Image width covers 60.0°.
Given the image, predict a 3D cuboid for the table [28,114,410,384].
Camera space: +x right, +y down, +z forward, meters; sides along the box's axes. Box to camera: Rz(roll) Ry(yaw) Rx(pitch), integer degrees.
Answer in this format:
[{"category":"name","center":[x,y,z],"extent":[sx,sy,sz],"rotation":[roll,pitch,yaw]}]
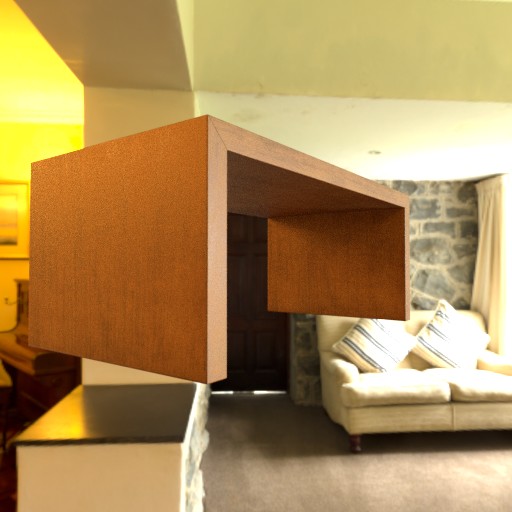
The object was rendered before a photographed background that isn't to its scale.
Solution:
[{"category":"table","center":[0.000,0.000,1.250],"extent":[0.549,0.419,1.000],"rotation":[-1,-1,36]}]
